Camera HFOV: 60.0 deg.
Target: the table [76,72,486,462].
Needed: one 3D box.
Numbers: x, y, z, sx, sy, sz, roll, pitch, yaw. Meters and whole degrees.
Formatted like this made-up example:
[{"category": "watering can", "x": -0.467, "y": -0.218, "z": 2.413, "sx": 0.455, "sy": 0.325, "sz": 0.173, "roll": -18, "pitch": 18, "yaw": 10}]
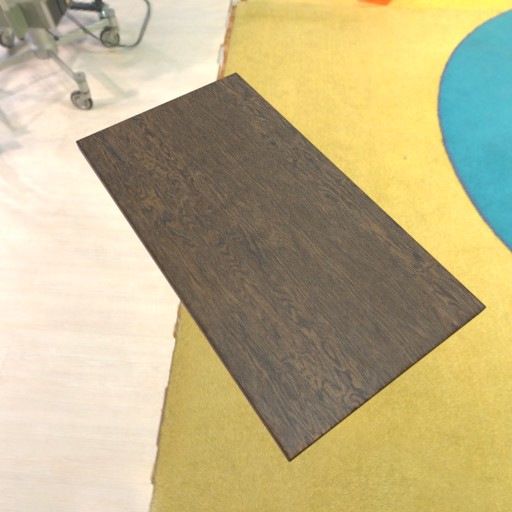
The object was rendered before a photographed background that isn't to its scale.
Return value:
[{"category": "table", "x": 0.000, "y": 0.000, "z": 2.542, "sx": 1.078, "sy": 0.795, "sz": 1.989, "roll": -31, "pitch": 63, "yaw": -18}]
